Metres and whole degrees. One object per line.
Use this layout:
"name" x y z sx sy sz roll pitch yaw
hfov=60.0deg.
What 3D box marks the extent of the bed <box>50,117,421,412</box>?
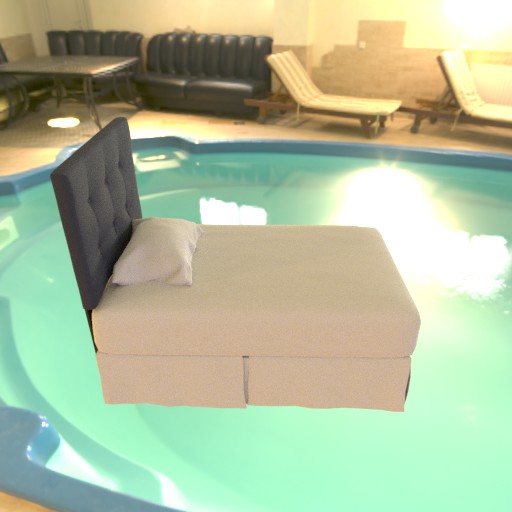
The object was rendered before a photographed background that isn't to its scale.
"bed" 0.000 0.000 2.983 1.997 1.571 1.261 1 31 1
